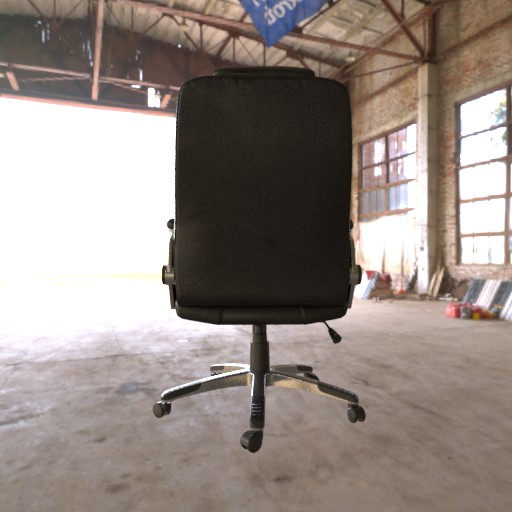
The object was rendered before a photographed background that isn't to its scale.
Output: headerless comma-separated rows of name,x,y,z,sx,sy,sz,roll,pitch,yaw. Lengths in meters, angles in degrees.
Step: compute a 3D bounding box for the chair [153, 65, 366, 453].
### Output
chair,0.000,0.000,1.541,0.697,1.075,0.689,0,0,-2
